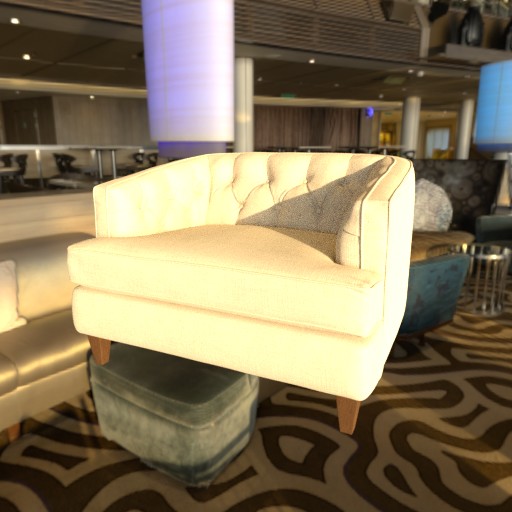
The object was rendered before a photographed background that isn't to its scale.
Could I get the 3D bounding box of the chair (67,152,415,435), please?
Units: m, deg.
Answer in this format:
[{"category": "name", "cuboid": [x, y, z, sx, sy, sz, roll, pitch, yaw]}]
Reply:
[{"category": "chair", "cuboid": [0.000, 0.000, 1.740, 1.118, 0.787, 0.914, 7, 15, 25]}]
